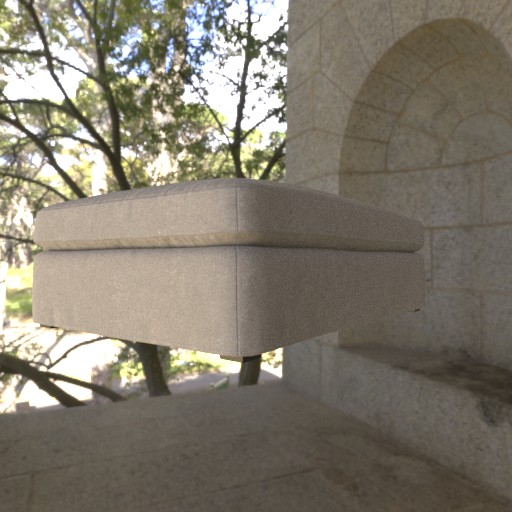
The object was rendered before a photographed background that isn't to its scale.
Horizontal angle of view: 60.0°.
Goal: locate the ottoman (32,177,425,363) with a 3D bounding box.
[{"bbox_3d":[0.000,0.000,1.545,0.840,0.429,1.199,0,-1,37],"label":"ottoman"}]
